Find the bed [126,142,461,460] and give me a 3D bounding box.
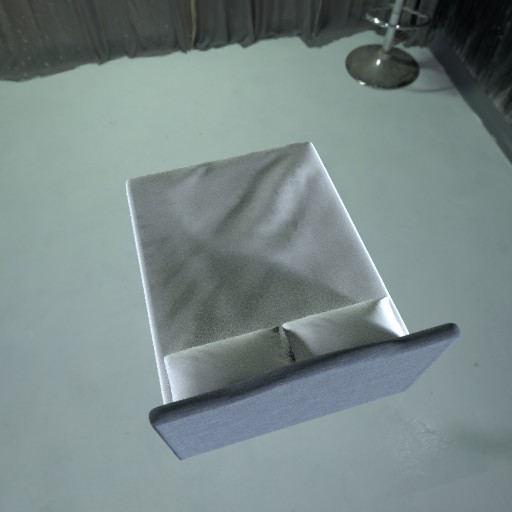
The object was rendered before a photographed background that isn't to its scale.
[{"bbox_3d":[0.000,0.000,3.949,2.161,1.457,2.689,-14,59,-9],"label":"bed"}]
